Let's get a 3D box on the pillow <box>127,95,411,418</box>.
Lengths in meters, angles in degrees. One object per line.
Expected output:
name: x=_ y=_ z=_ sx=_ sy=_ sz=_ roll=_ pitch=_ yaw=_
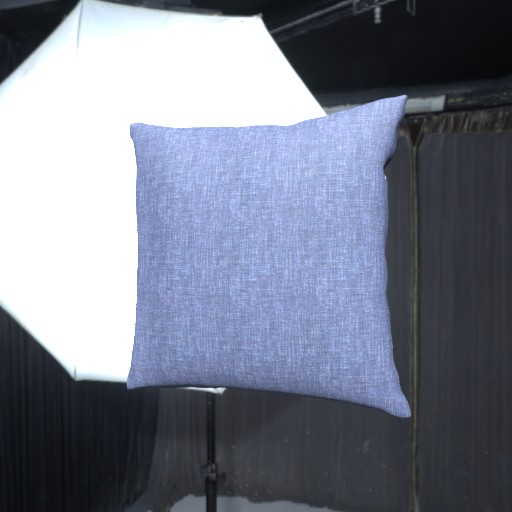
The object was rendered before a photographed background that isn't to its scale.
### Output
pillow: x=0.000 y=0.000 z=0.774 sx=0.510 sy=0.510 sz=0.145 roll=0 pitch=0 yaw=17
